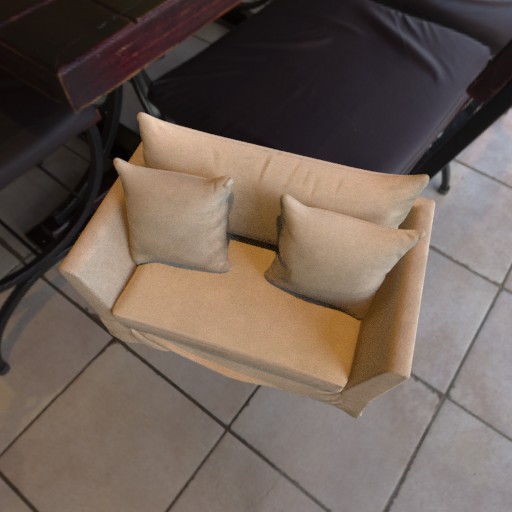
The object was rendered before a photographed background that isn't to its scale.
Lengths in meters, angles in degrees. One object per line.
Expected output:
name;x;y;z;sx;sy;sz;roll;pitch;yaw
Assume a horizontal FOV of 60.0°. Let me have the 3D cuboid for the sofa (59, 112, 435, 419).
sofa;0.000;0.000;2.316;1.608;1.040;1.035;16;59;10
